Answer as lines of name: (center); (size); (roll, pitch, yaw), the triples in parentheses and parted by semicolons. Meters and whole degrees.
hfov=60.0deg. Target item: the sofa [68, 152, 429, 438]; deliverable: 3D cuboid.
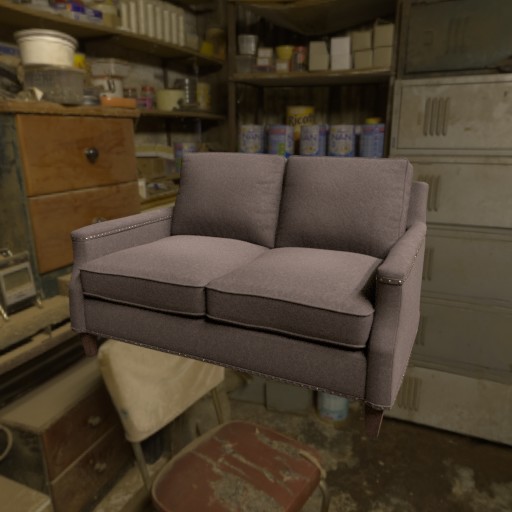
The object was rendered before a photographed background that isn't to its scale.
sofa: (0.000, 0.000, 2.273); (1.597, 1.003, 1.084); (7, 17, 25)
